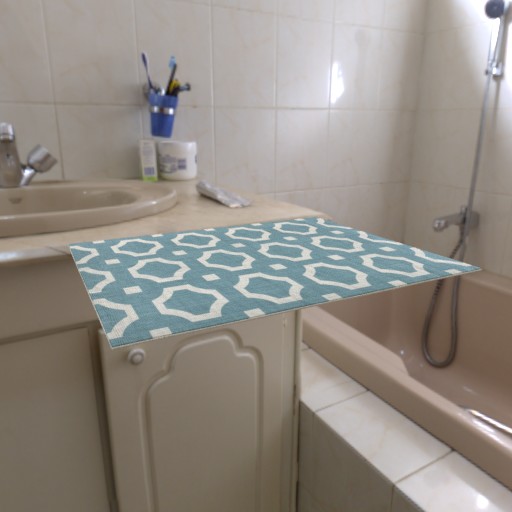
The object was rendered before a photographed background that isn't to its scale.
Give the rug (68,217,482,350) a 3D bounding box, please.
[{"bbox_3d":[0.000,0.000,4.139,3.049,0.021,2.466,-8,18,-26],"label":"rug"}]
